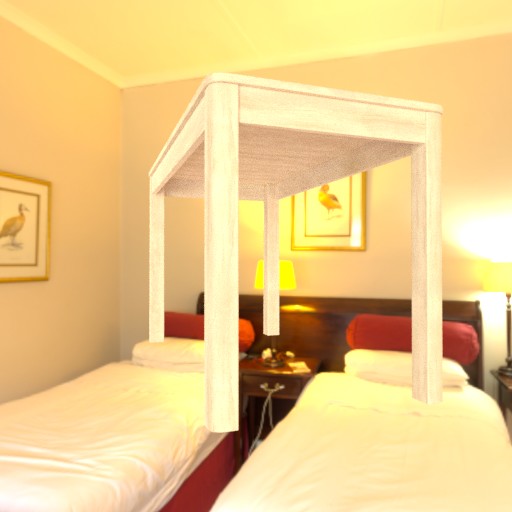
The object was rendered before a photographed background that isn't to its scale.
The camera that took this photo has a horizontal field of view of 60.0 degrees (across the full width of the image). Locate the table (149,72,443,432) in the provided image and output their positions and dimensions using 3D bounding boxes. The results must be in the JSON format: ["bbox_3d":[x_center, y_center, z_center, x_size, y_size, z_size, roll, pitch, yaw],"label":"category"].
[{"bbox_3d":[0.000,0.000,1.874,0.750,0.900,1.400,0,-1,-20],"label":"table"}]
